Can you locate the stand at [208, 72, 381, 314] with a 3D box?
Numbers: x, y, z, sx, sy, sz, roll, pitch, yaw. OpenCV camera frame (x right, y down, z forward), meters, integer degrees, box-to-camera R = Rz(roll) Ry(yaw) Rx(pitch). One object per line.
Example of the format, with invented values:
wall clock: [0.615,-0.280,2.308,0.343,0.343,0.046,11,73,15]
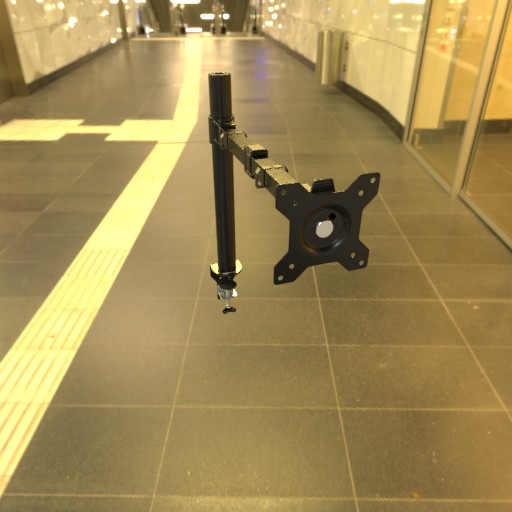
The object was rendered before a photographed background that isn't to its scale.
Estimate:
stand: [0.000,0.000,0.730,0.115,0.510,0.456,-10,32,-16]
